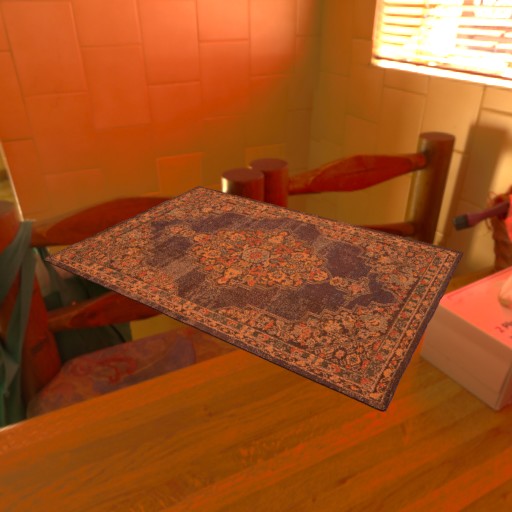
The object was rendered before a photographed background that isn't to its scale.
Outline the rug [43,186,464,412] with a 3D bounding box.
[{"bbox_3d":[0.000,0.000,3.753,2.940,0.011,2.053,18,34,28],"label":"rug"}]
